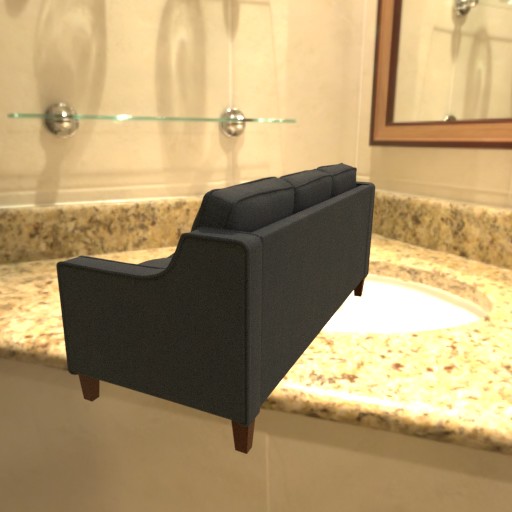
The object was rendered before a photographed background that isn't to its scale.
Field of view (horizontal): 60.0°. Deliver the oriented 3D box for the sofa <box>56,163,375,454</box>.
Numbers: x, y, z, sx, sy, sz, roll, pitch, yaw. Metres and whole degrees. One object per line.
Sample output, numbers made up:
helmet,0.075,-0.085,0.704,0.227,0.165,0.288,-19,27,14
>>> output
sofa,0.000,0.000,2.535,0.911,0.974,1.986,7,17,25
